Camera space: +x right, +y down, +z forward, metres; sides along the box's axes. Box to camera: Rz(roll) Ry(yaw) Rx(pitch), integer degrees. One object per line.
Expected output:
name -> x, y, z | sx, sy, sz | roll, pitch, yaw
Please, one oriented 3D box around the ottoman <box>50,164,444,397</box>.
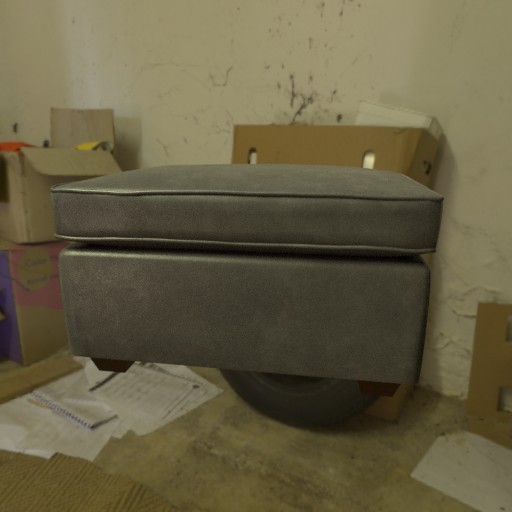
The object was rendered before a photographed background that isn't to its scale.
ottoman -> 0.000, 0.000, 1.107 | 0.756, 0.445, 0.554 | 2, 15, 9
